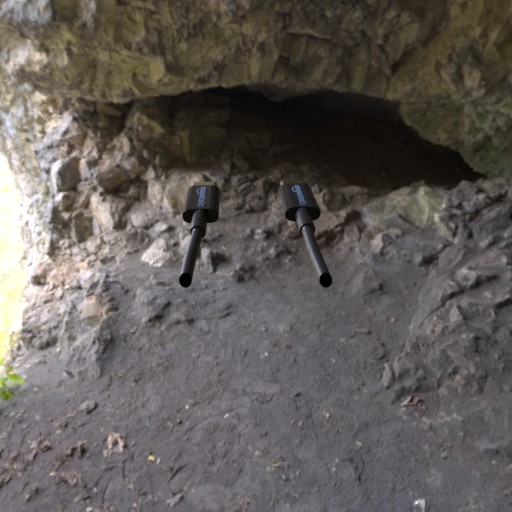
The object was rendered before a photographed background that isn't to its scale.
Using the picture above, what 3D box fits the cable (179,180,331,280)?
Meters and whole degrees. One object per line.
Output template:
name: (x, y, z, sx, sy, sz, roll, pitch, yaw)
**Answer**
cable: (0.000, 0.000, 0.109, 0.041, 0.005, 0.098, -1, 30, -2)
